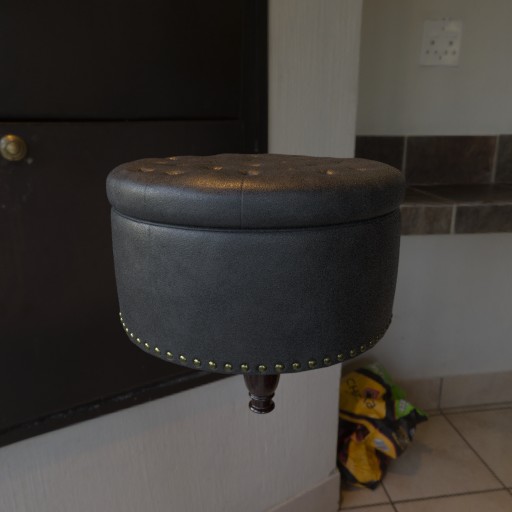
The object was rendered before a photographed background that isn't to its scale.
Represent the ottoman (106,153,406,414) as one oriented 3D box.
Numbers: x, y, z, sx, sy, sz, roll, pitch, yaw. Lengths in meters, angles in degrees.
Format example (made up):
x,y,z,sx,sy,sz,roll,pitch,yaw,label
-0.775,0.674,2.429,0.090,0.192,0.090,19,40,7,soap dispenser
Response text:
x,y,z,sx,sy,sz,roll,pitch,yaw,label
0.000,0.000,1.039,0.637,0.442,0.637,0,16,0,ottoman
